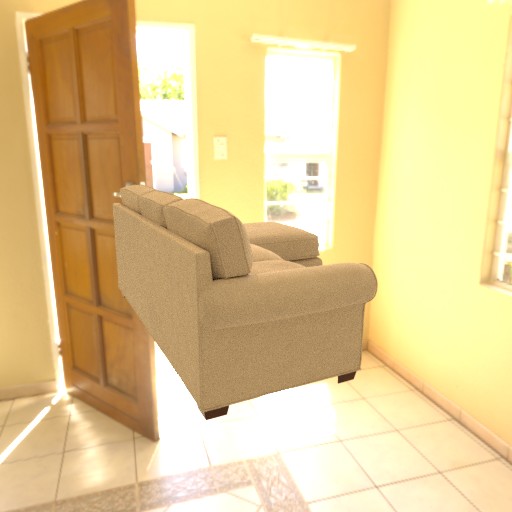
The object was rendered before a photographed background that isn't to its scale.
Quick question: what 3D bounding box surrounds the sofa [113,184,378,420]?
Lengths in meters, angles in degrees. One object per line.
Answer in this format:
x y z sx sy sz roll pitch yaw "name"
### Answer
0.000 0.000 2.421 1.226 0.734 1.770 -6 15 -26 "sofa"
